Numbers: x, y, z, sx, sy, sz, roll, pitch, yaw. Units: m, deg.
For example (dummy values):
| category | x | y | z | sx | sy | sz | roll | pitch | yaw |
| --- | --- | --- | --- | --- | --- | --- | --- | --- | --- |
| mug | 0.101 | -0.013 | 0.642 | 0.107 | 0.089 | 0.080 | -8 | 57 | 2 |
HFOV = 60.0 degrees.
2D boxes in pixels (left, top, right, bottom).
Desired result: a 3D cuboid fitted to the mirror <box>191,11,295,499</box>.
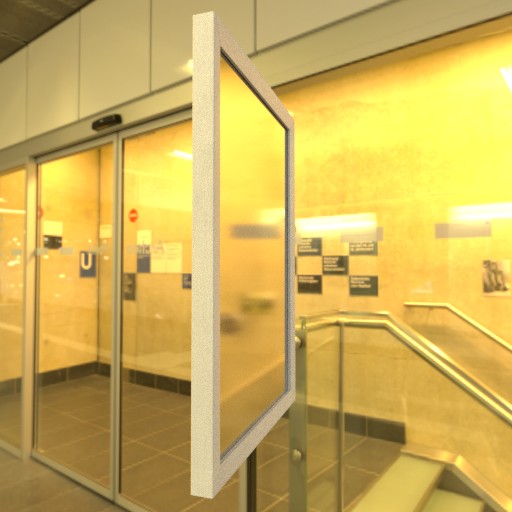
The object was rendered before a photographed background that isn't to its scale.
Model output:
| category | x | y | z | sx | sy | sz | roll | pitch | yaw |
| --- | --- | --- | --- | --- | --- | --- | --- | --- | --- |
| mirror | 0.000 | 0.000 | 0.891 | 0.040 | 0.710 | 0.507 | -1 | -2 | 19 |
